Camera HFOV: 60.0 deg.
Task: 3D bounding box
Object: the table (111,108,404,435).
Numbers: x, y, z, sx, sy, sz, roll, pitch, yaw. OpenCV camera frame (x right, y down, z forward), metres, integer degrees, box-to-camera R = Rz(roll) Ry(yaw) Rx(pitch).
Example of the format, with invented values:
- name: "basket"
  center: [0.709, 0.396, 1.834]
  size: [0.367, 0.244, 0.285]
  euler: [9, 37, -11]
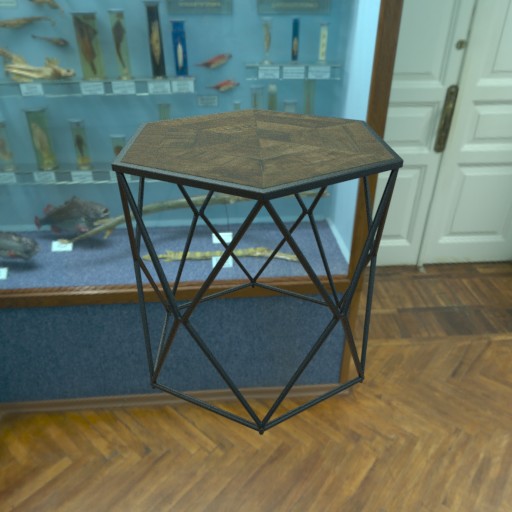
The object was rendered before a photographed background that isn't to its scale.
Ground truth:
- name: "table"
  center: [0.000, 0.000, 1.058]
  size: [0.579, 0.564, 0.578]
  euler: [-1, 31, -2]
